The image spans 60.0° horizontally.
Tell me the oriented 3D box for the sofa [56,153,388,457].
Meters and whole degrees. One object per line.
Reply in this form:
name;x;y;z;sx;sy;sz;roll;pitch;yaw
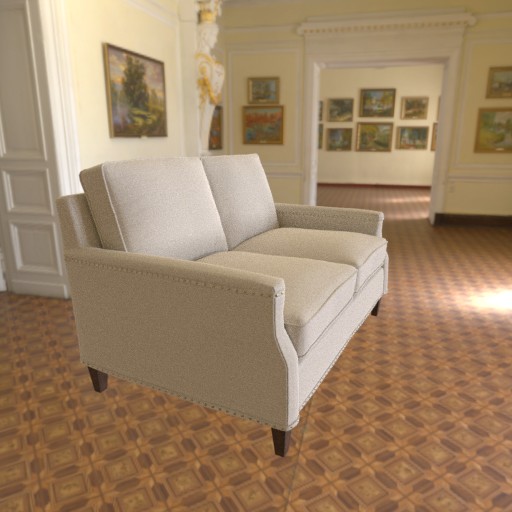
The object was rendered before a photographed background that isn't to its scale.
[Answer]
sofa;0.000;0.000;2.285;1.084;1.003;1.597;8;17;26
